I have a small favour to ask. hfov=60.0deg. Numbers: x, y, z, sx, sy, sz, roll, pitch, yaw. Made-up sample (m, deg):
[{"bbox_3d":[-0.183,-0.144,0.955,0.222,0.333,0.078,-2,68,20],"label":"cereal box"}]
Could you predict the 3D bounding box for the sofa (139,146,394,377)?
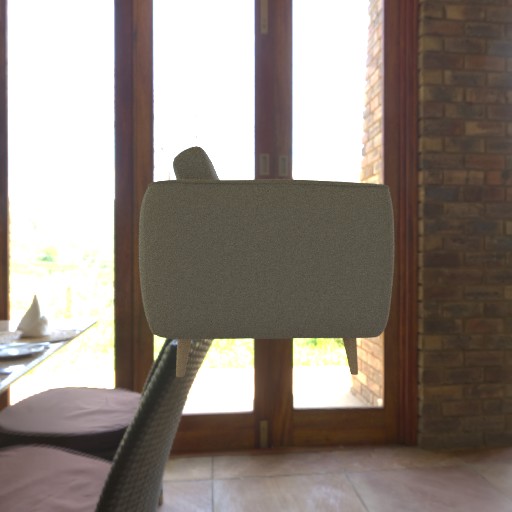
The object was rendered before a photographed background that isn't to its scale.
[{"bbox_3d":[0.000,0.000,2.429,0.920,0.850,2.000,0,0,-3],"label":"sofa"}]
